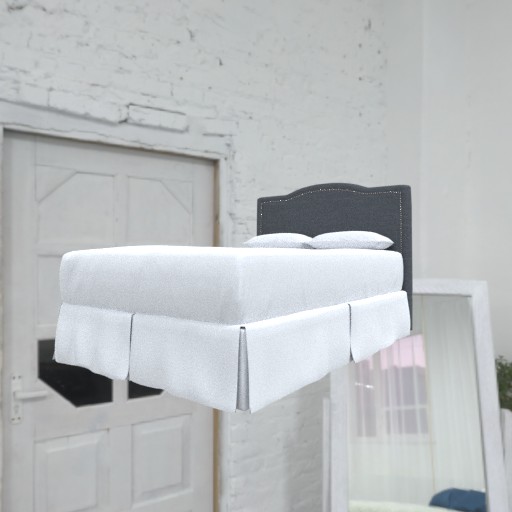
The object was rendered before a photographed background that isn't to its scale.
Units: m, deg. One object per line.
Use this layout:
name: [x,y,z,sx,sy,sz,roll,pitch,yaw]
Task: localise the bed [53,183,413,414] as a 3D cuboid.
bed: [0.000,0.000,3.503,1.747,1.441,2.507,0,1,37]
